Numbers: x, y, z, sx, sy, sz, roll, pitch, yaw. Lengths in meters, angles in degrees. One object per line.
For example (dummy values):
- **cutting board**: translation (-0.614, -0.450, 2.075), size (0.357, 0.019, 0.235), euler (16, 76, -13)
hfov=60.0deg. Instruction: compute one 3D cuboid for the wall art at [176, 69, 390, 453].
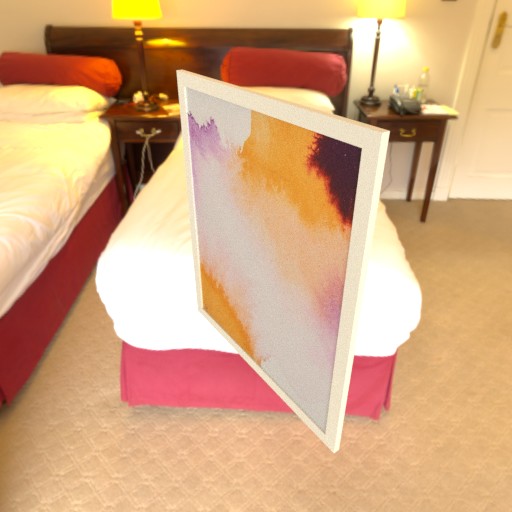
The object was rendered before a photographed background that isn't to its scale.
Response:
- **wall art**: translation (0.000, 0.000, 0.789), size (0.012, 0.557, 0.482), euler (-21, 37, -30)
